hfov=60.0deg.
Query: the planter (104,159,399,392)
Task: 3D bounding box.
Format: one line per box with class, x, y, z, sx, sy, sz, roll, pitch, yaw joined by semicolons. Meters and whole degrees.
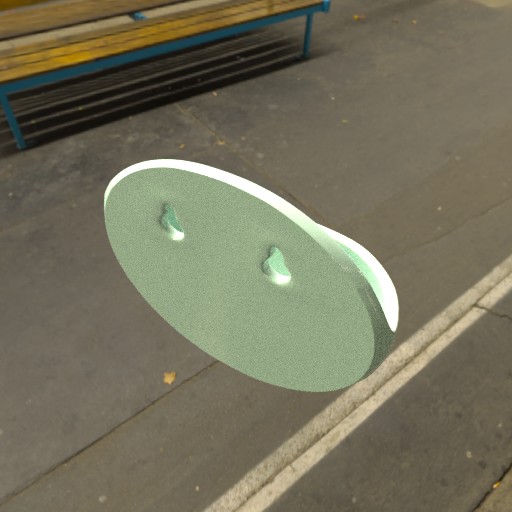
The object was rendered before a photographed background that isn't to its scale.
planter;0.000;0.000;0.276;0.189;0.164;0.073;23;50;20
